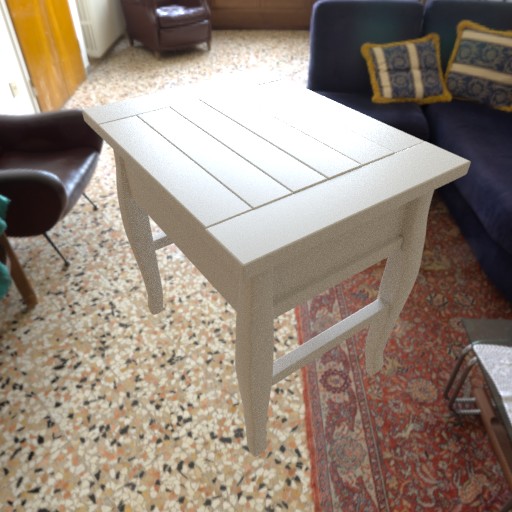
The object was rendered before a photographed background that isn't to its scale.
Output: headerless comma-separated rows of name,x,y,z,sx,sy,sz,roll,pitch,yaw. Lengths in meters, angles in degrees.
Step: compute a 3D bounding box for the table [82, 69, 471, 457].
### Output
table,0.000,0.000,1.022,0.463,0.605,0.599,-24,46,-26
